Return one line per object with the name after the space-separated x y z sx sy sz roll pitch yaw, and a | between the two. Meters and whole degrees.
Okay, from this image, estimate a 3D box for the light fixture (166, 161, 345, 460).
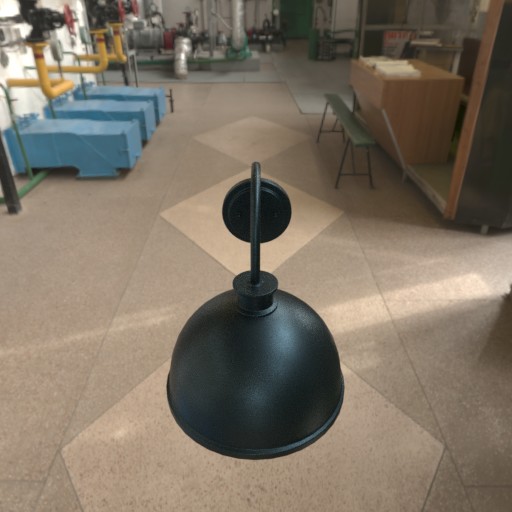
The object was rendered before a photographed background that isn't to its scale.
0.000 0.000 0.658 0.253 0.295 0.467 0 31 0 | light fixture
